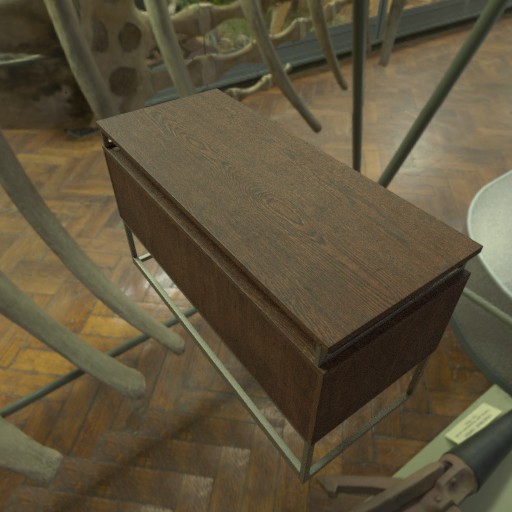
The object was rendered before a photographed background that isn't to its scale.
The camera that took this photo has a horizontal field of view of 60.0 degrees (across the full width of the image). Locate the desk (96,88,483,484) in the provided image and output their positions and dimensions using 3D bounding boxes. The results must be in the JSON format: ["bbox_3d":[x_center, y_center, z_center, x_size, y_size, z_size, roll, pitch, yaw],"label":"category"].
[{"bbox_3d":[0.000,0.000,1.789,0.610,0.792,1.384,-26,48,-26],"label":"desk"}]
